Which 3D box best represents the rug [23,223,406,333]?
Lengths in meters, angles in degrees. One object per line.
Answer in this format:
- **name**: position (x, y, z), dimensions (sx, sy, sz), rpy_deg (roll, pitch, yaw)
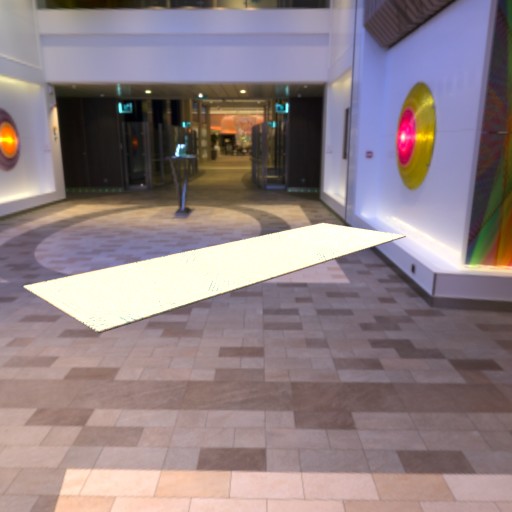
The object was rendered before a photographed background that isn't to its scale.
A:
- **rug**: position (0.000, 0.000, 2.743), dimensions (0.775, 0.012, 2.452), rpy_deg (14, 20, 43)
